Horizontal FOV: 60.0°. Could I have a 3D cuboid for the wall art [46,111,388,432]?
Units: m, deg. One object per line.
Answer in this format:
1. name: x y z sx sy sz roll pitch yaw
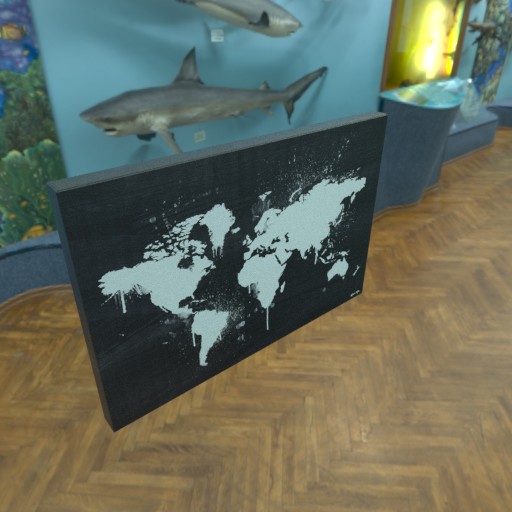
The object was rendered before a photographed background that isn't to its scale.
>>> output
1. wall art: 0.000 0.000 0.778 0.610 0.409 0.038 -22 37 -33
